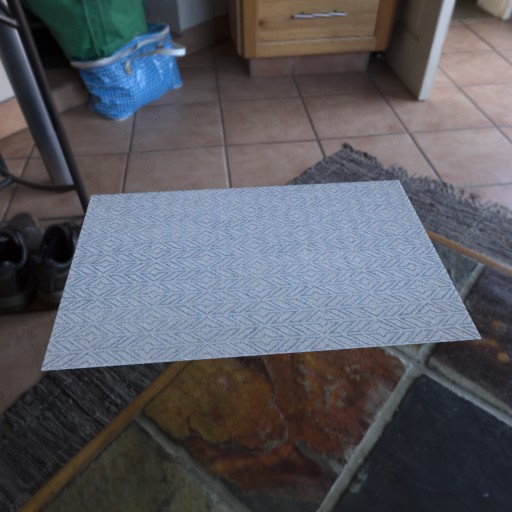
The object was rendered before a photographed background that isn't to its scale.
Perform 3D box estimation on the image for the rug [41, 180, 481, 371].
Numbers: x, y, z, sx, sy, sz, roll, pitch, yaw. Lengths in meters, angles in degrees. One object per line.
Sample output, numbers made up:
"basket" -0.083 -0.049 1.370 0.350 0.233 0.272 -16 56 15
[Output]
"rug" 0.000 0.000 2.980 2.441 0.008 1.526 -3 46 -3
